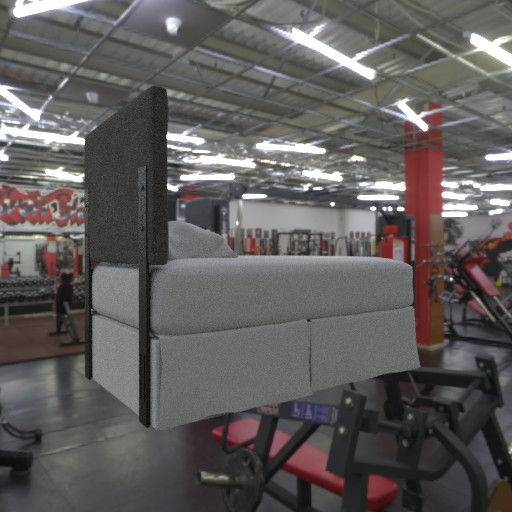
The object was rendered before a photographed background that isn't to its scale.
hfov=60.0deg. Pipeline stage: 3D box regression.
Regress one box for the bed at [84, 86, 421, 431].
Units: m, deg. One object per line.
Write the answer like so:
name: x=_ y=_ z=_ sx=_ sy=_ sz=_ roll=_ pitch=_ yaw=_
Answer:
bed: x=0.000 y=0.000 z=3.025 sx=1.997 sy=1.571 sz=1.261 roll=0 pitch=1 yaw=-36
